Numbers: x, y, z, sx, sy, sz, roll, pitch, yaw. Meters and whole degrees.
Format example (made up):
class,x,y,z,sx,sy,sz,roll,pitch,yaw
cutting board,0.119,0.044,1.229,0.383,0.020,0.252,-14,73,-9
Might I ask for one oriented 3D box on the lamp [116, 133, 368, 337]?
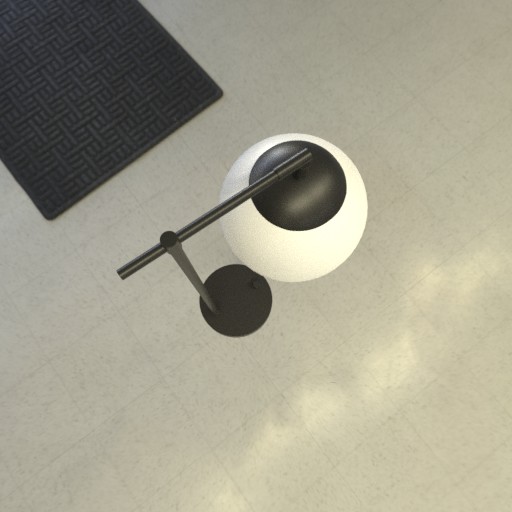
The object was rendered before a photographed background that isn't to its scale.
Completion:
class,x,y,z,sx,sy,sz,roll,pitch,yaw
lamp,0.000,0.000,0.705,0.316,0.559,0.197,-34,78,-8
